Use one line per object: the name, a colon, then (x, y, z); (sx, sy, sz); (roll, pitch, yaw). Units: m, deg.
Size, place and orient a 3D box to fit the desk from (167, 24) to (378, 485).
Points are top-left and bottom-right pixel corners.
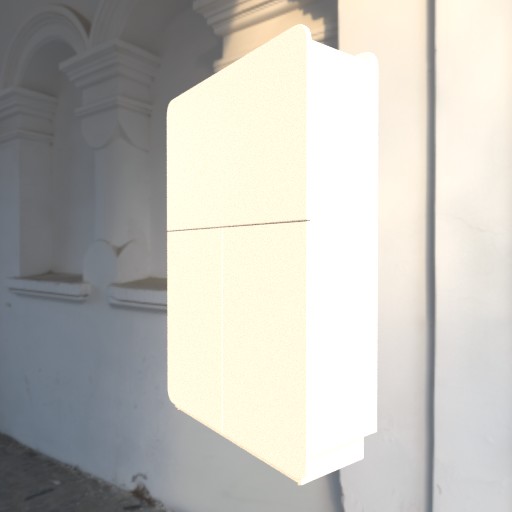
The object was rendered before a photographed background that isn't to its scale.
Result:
desk: (0.000, 0.000, 1.505); (0.278, 1.190, 0.795); (-1, 1, -37)
